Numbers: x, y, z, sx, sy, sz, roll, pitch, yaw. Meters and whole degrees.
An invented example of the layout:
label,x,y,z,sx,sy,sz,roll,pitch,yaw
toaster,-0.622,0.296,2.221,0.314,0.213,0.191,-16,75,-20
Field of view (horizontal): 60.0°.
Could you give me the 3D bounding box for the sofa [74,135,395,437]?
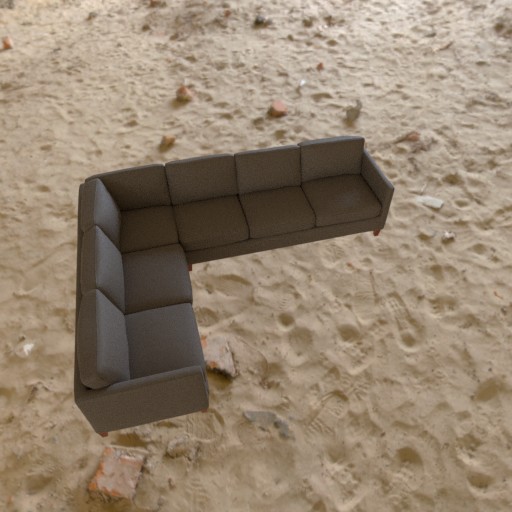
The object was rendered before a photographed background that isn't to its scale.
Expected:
label,x,y,z,sx,sy,sz,roll,pitch,yaw
sofa,0.000,0.000,4.378,3.302,0.947,2.593,-11,48,-10
